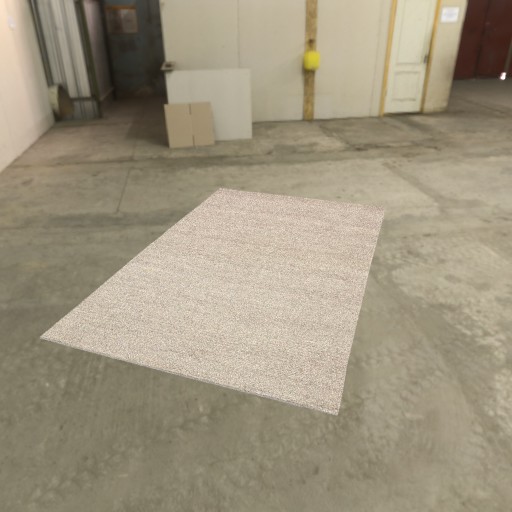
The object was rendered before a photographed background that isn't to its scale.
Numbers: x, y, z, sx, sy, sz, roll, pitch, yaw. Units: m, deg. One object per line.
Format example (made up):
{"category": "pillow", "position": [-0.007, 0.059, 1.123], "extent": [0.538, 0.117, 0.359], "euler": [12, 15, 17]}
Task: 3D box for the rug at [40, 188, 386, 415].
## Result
{"category": "rug", "position": [0.000, 0.000, 2.280], "extent": [1.154, 0.021, 1.792], "euler": [9, 30, 17]}
